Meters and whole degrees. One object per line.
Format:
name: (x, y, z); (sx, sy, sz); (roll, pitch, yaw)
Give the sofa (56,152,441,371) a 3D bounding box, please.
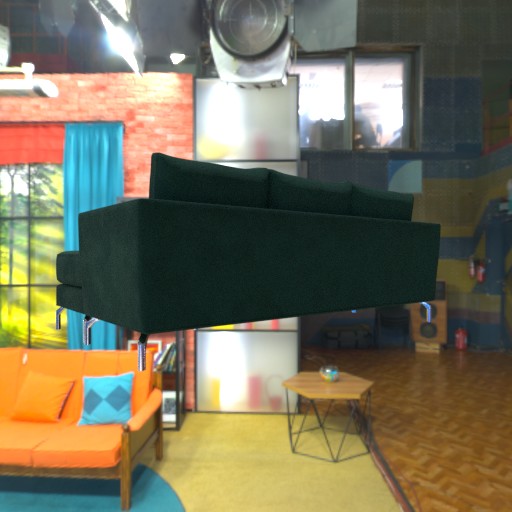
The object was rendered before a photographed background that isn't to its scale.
sofa: (0.000, 0.000, 3.196); (2.441, 1.007, 1.489); (0, 0, -38)
